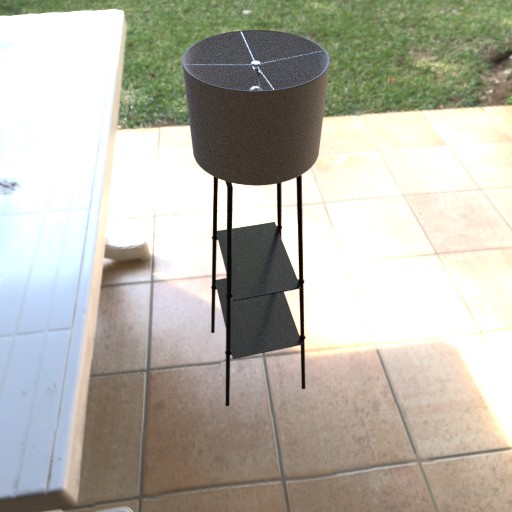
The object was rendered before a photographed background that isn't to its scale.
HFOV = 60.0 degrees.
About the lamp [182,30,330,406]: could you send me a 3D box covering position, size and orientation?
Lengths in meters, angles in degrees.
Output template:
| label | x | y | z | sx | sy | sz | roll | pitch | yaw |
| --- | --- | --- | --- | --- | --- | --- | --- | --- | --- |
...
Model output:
| label | x | y | z | sx | sy | sz | roll | pitch | yaw |
| --- | --- | --- | --- | --- | --- | --- | --- | --- | --- |
| lamp | 0.000 | 0.000 | 1.666 | 0.384 | 1.474 | 0.427 | -10 | 47 | -9 |
